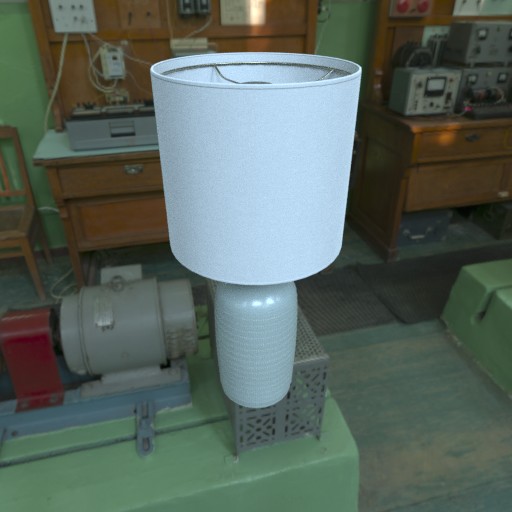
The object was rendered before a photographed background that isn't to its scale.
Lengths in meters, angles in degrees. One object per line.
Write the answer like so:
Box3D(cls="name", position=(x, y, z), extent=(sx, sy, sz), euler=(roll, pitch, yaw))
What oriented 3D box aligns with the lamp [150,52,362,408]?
Box3D(cls="lamp", position=(0.000, 0.000, 0.595), extent=(0.220, 0.475, 0.220), euler=(-8, 32, -14))
